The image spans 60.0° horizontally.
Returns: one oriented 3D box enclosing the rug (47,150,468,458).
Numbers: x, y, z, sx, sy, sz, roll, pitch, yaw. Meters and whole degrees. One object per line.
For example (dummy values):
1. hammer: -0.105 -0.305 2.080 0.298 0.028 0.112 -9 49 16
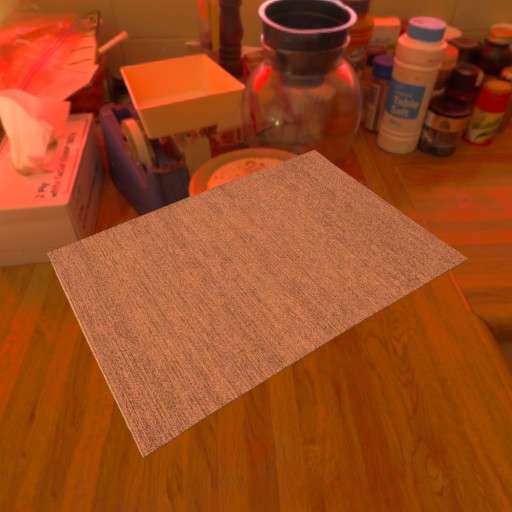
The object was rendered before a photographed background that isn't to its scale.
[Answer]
1. rug: 0.000 0.000 2.981 2.338 0.030 1.616 -25 51 -23
